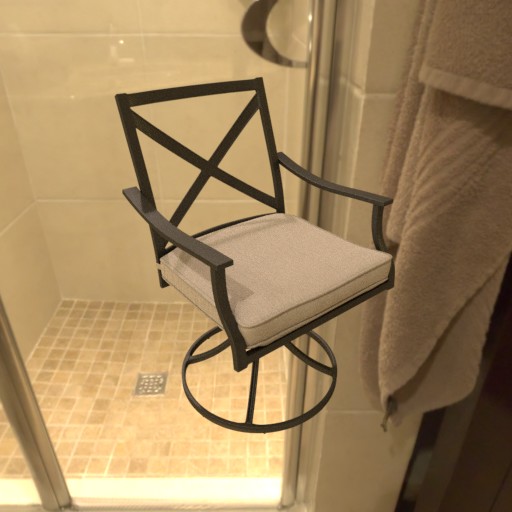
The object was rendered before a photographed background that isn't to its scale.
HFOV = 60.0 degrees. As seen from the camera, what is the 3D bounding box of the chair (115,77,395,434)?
[{"bbox_3d":[0.000,0.000,1.314,0.575,0.889,0.620,-21,36,-32],"label":"chair"}]
